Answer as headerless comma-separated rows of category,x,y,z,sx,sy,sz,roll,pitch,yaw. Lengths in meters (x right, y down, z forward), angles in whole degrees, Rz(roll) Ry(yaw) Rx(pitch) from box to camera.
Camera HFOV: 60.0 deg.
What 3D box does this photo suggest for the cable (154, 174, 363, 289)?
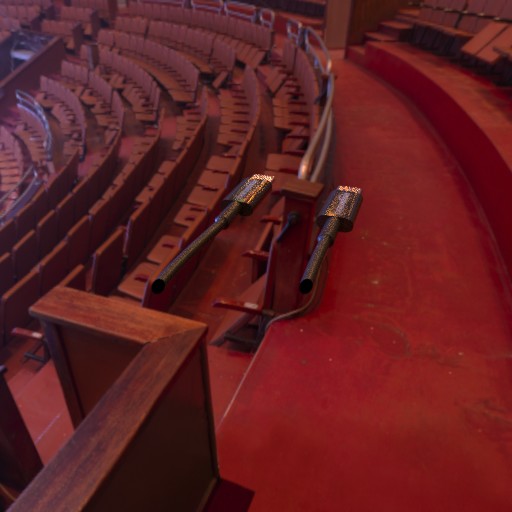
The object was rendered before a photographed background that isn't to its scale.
cable,0.000,0.000,0.111,0.041,0.005,0.098,11,34,17
